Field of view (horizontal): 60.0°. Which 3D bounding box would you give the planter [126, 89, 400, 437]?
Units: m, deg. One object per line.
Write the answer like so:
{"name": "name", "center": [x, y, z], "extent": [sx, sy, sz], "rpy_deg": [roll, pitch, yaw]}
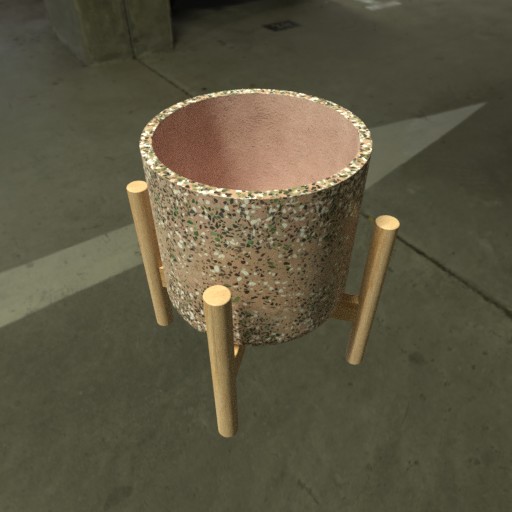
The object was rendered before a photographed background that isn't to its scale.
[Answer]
{"name": "planter", "center": [0.000, 0.000, 0.537], "extent": [0.284, 0.320, 0.284], "rpy_deg": [26, 48, 26]}
